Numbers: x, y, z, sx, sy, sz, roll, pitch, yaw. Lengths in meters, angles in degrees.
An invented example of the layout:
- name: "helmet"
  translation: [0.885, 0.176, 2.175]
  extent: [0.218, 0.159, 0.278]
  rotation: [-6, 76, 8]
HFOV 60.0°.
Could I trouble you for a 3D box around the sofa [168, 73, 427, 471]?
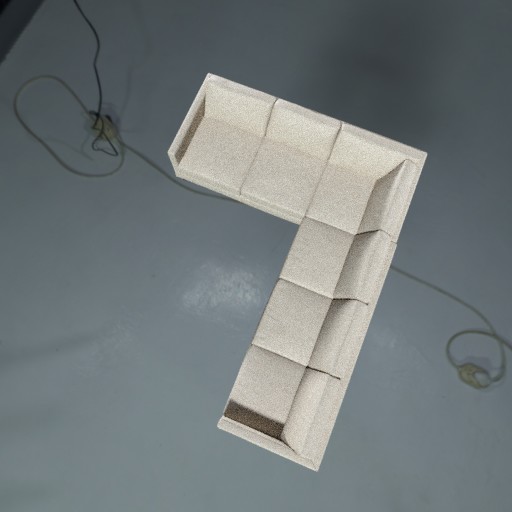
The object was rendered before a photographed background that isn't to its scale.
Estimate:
- name: "sofa"
  translation: [0.000, 0.000, 4.408]
  extent: [2.432, 0.863, 3.182]
  rotation: [22, 76, 6]
